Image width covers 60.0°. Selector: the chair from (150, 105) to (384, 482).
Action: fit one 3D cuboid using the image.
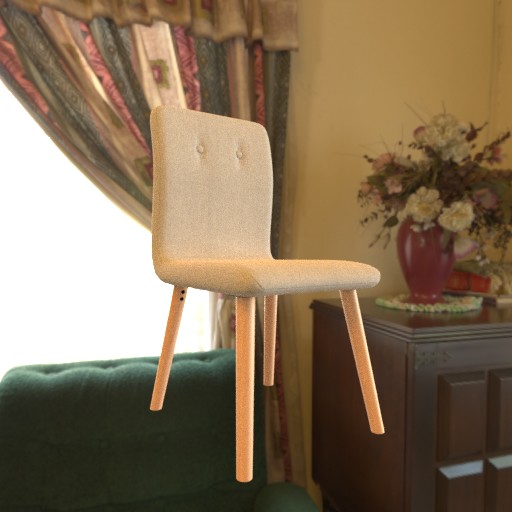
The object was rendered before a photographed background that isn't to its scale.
[{"bbox_3d":[0.000,0.000,1.208,0.435,0.885,0.550,-1,1,-34],"label":"chair"}]
